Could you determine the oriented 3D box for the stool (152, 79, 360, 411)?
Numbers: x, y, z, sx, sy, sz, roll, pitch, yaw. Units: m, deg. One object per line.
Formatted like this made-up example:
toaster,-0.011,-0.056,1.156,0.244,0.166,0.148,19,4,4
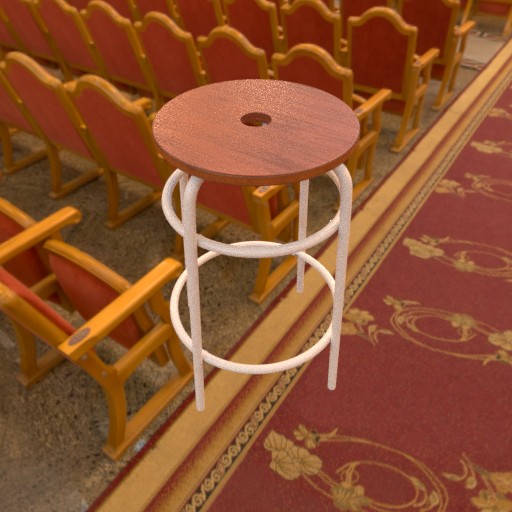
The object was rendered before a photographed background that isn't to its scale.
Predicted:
stool,0.000,0.000,0.929,0.455,0.610,0.455,26,49,25
